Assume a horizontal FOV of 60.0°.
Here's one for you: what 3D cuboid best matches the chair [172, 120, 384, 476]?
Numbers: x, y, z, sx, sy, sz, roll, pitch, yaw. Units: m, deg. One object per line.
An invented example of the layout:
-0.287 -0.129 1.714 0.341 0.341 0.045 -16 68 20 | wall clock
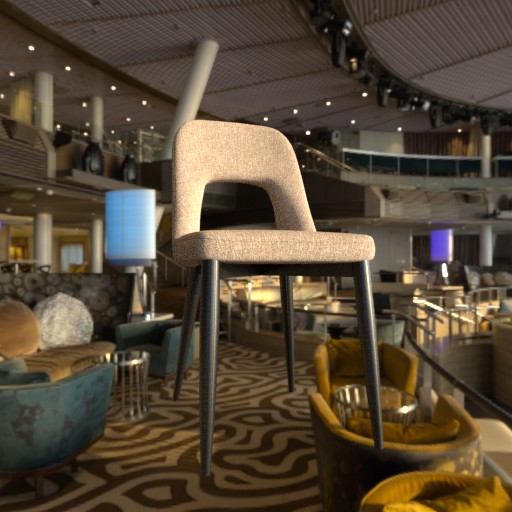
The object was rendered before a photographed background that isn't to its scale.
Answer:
0.000 0.000 1.268 0.470 0.931 0.612 0 -1 -18 | chair
